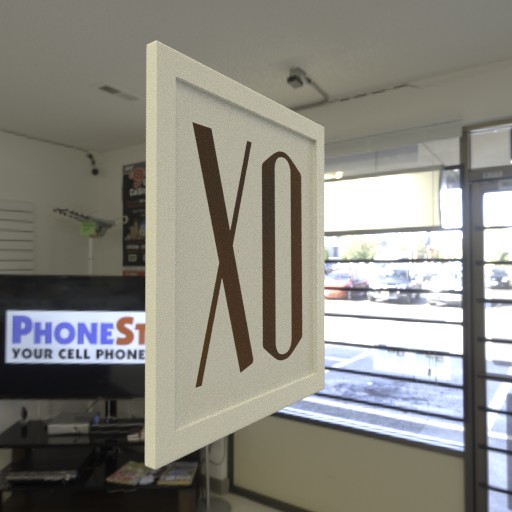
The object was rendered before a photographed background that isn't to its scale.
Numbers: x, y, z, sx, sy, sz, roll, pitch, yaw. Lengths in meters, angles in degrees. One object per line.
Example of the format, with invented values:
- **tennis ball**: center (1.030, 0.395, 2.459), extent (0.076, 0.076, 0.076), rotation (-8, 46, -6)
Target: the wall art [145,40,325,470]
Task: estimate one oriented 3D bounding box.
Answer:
- **wall art**: center (0.000, 0.000, 0.736), extent (0.020, 0.536, 0.444), rotation (-1, -1, 37)
